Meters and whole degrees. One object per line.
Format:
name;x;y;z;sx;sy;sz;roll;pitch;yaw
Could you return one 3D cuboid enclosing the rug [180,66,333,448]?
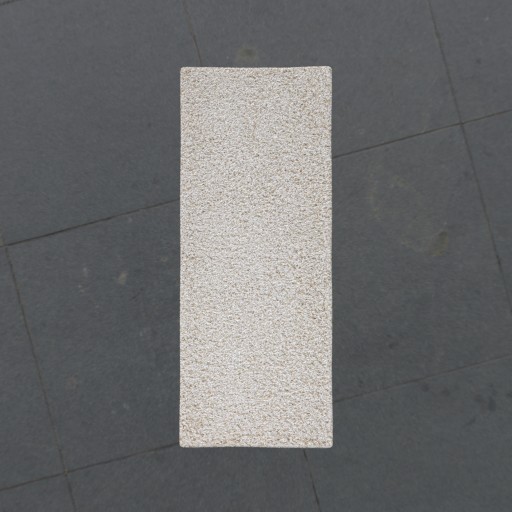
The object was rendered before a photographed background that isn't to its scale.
rug;0.000;0.000;1.779;0.609;0.030;1.524;0;89;1
